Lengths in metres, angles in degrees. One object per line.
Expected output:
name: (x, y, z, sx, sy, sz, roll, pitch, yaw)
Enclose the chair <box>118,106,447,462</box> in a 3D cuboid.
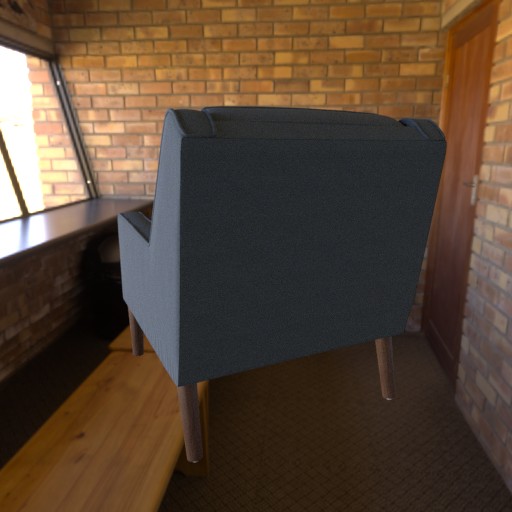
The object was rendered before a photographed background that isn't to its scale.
chair: (0.000, 0.000, 1.286, 0.663, 0.780, 0.733, -7, 15, -26)
